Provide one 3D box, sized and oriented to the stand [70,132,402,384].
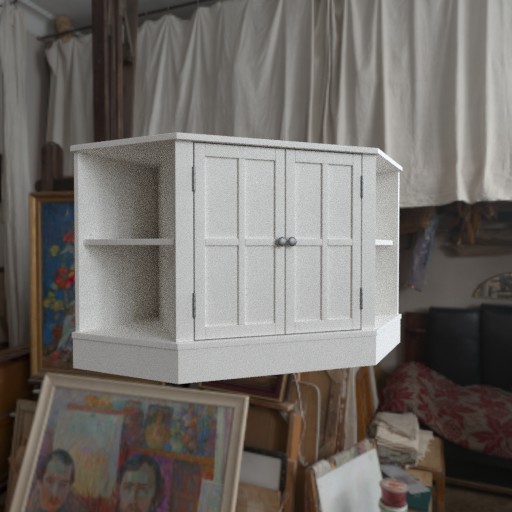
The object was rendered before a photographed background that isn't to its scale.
[{"bbox_3d":[0.000,0.000,1.387,1.072,0.614,0.477,0,1,-18],"label":"stand"}]
